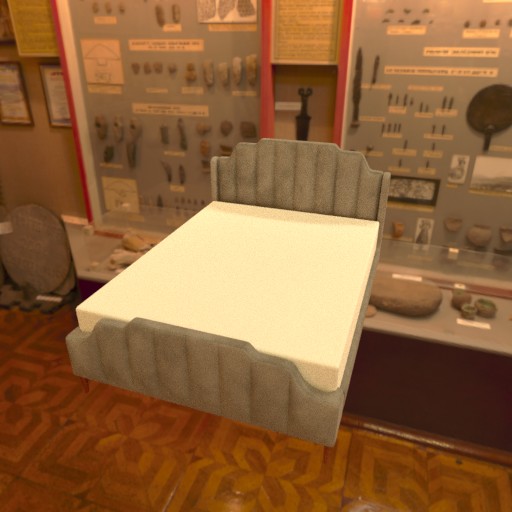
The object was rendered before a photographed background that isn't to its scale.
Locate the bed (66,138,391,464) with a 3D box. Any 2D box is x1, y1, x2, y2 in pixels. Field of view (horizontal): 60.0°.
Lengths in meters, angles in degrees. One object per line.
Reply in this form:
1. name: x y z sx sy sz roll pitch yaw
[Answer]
1. bed: 0.000 0.000 3.323 1.676 1.245 2.340 9 28 17
